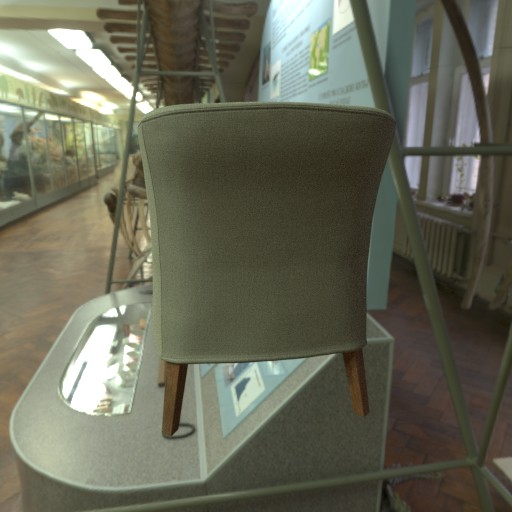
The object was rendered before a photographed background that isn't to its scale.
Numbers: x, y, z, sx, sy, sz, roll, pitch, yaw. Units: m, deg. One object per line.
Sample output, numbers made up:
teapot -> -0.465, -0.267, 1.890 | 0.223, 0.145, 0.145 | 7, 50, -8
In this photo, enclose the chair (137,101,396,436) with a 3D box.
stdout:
chair -> 0.000, 0.000, 1.249 | 0.600, 0.771, 0.668 | -2, 14, -9
